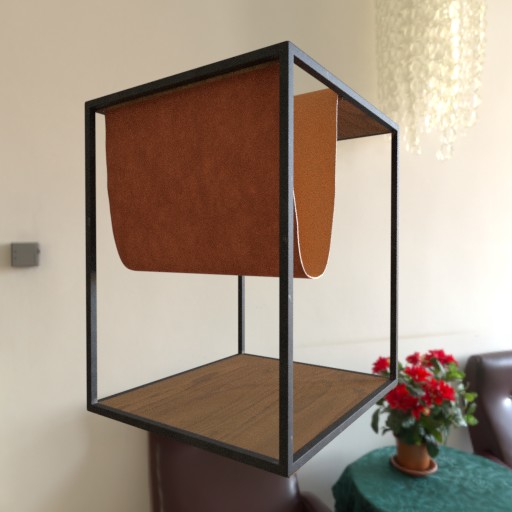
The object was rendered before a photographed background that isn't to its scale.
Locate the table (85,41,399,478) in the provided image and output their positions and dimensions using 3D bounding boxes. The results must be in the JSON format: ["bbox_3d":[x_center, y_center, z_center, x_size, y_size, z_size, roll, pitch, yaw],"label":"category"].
[{"bbox_3d":[0.000,0.000,0.832,0.399,0.536,0.450,1,1,34],"label":"table"}]
